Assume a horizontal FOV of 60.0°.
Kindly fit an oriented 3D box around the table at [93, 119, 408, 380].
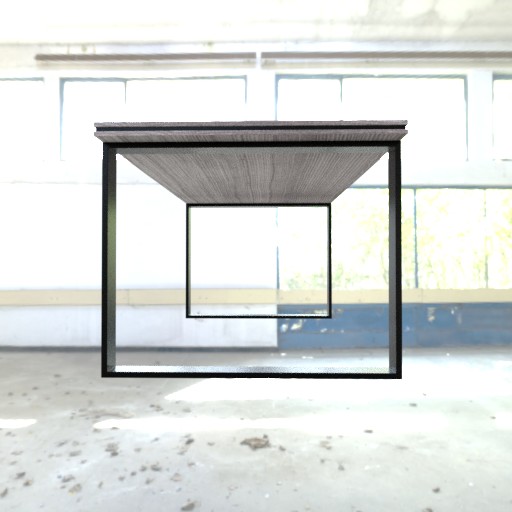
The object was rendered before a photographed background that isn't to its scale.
[{"bbox_3d":[0.000,0.000,2.023,0.881,0.736,1.579,0,-1,1],"label":"table"}]
